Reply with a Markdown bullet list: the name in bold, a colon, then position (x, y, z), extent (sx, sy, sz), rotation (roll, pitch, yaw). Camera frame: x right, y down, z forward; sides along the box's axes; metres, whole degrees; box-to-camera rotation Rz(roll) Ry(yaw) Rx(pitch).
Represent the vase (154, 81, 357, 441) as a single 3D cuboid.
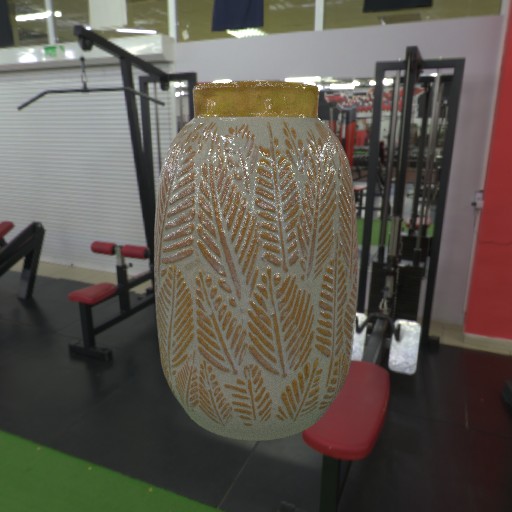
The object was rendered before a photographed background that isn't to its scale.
- **vase**: position (0.000, 0.000, 0.378), extent (0.172, 0.270, 0.172), rotation (0, 16, 0)
